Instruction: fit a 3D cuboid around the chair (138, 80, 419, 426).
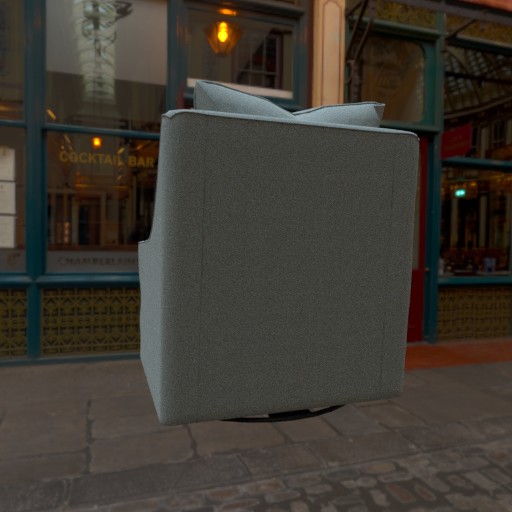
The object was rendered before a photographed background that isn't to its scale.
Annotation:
[{"bbox_3d":[0.000,0.000,1.579,0.760,0.926,0.870,0,1,-18],"label":"chair"}]
